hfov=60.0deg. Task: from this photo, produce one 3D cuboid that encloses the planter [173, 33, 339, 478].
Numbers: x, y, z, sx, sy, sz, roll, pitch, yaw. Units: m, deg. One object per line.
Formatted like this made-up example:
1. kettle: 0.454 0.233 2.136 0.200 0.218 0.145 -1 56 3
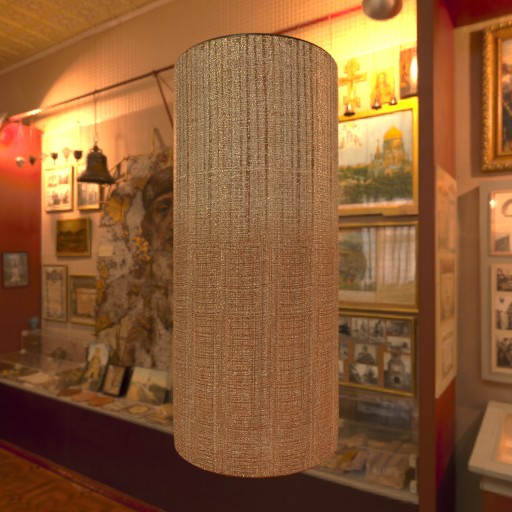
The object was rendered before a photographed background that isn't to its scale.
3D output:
1. planter: 0.000 0.000 0.273 0.100 0.227 0.100 0 0 35
